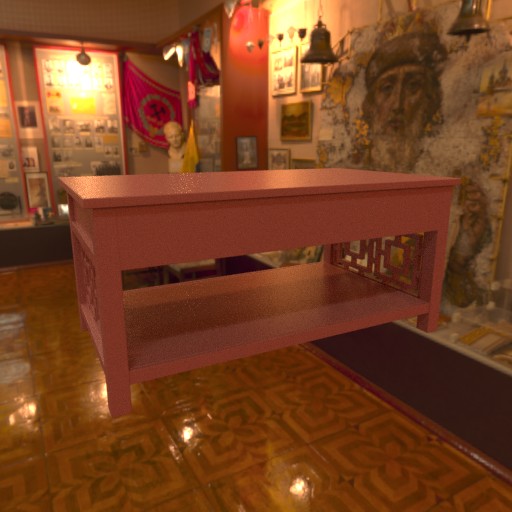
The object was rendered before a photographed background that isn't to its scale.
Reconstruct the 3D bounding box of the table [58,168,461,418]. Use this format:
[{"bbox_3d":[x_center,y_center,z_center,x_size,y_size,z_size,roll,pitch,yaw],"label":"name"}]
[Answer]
[{"bbox_3d":[0.000,0.000,1.414,1.068,0.493,0.612,-7,16,-27],"label":"table"}]
